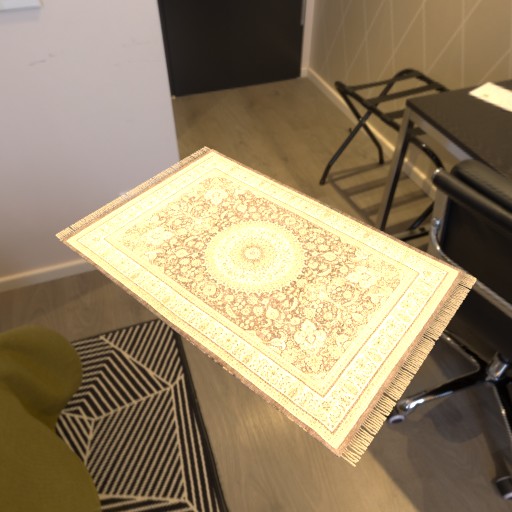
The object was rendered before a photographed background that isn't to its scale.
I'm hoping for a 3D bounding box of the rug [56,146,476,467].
[{"bbox_3d":[0.000,0.000,4.186,3.422,0.015,2.143,31,53,27],"label":"rug"}]
